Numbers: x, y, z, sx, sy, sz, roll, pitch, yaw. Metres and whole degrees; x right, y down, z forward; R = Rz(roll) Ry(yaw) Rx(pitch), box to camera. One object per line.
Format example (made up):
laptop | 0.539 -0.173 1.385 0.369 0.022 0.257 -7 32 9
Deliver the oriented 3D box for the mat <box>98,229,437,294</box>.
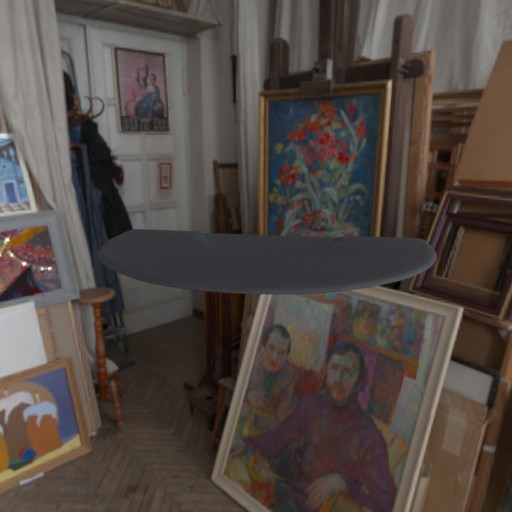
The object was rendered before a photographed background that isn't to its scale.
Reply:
mat | 0.000 0.000 1.845 1.525 0.022 0.917 2 14 9
